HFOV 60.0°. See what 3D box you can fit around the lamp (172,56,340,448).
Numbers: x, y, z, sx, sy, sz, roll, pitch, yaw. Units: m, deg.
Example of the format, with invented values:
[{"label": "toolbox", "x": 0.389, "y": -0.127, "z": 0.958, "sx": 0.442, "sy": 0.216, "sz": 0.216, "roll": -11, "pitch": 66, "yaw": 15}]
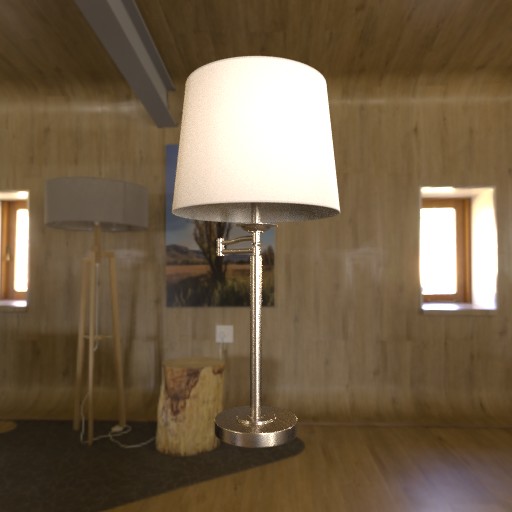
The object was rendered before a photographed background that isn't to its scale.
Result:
[{"label": "lamp", "x": 0.000, "y": 0.000, "z": 0.888, "sx": 0.333, "sy": 0.696, "sz": 0.333, "roll": 0, "pitch": -2, "yaw": 0}]
